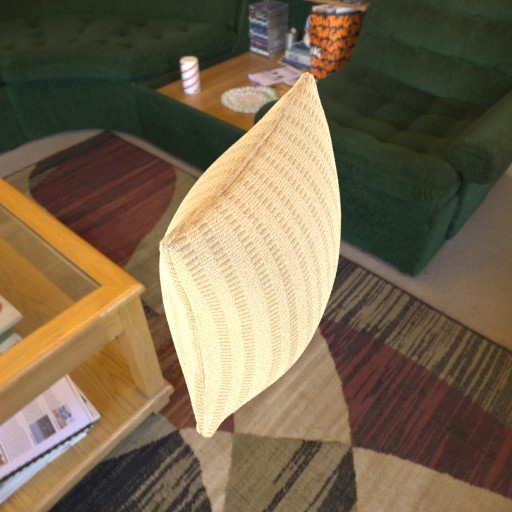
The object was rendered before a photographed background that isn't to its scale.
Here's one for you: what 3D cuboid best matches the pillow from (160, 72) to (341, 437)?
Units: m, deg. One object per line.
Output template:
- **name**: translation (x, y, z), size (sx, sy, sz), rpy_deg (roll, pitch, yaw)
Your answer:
- **pillow**: translation (0.000, 0.000, 0.697), size (0.247, 0.419, 0.438), rpy_deg (17, 47, 16)
